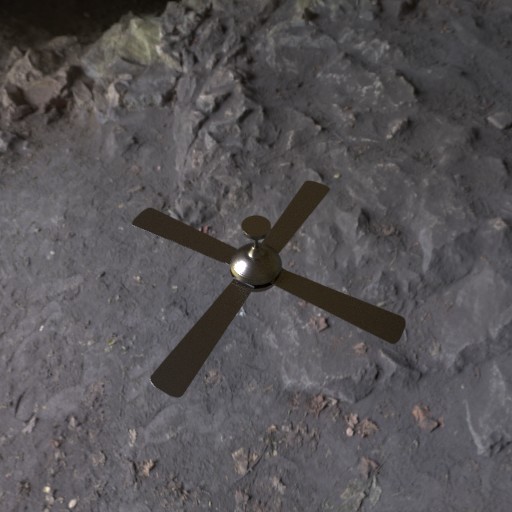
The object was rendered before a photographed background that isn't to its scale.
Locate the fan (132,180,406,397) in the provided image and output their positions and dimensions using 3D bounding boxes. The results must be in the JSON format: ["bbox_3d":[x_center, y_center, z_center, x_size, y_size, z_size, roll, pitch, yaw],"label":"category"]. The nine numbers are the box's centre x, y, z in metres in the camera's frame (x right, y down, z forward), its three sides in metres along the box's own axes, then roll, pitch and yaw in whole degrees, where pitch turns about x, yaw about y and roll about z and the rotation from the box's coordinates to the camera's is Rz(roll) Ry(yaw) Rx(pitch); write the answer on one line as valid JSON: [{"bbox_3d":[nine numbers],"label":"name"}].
[{"bbox_3d":[0.000,0.000,1.974,1.321,0.381,1.321,-32,56,-25],"label":"fan"}]
